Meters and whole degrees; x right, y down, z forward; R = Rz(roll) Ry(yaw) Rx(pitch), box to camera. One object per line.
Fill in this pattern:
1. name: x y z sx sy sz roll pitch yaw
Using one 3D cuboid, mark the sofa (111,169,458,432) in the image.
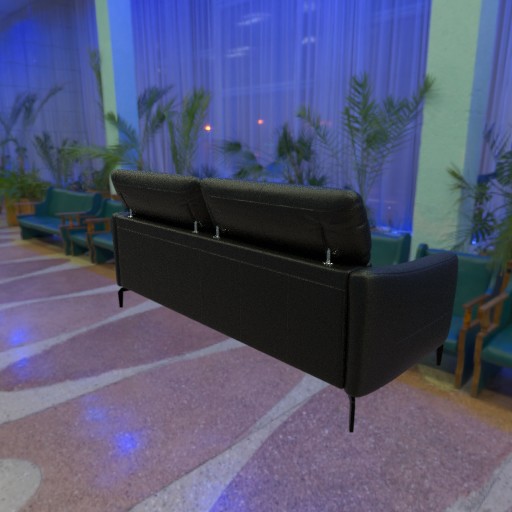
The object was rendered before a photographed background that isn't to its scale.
1. sofa: 0.000 0.000 2.582 0.856 0.957 2.069 -13 20 -42
